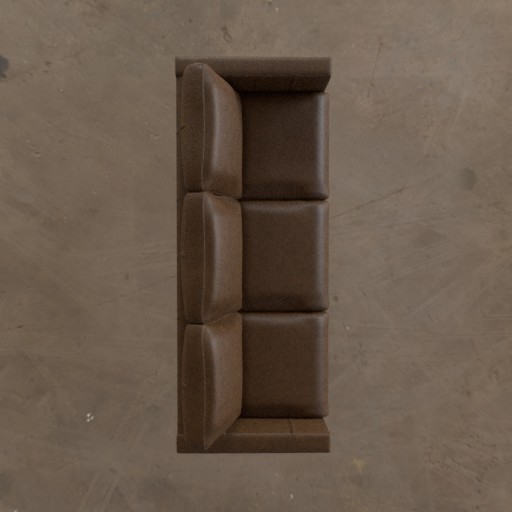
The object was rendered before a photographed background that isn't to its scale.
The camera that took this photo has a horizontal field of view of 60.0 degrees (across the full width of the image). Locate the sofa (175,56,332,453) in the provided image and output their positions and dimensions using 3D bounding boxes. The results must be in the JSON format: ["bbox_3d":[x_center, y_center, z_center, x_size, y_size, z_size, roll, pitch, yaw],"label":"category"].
[{"bbox_3d":[0.000,0.000,2.704,0.903,0.930,2.231,0,91,-1],"label":"sofa"}]
